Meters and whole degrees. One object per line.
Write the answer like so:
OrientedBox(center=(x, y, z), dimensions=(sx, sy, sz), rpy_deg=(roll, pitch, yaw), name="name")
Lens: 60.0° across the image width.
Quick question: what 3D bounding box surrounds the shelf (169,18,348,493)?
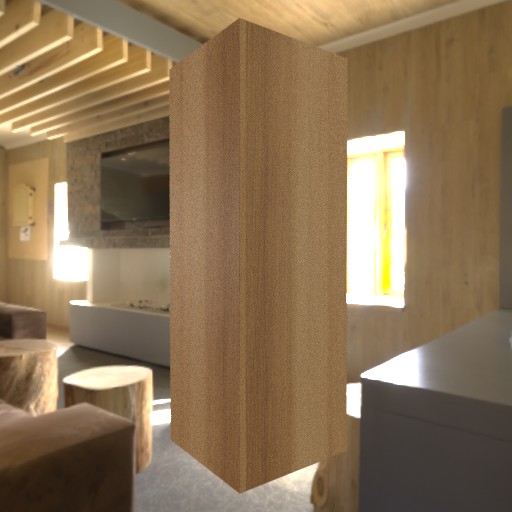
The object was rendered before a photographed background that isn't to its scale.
OrientedBox(center=(0.000, 0.000, 1.014), dimensions=(0.290, 0.872, 0.290), rpy_deg=(-1, 1, -37), name="shelf")
